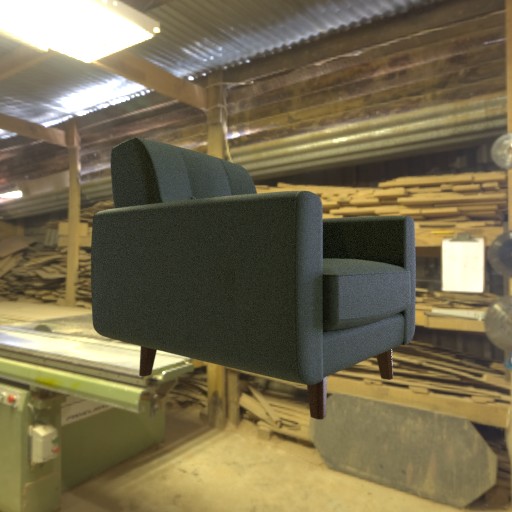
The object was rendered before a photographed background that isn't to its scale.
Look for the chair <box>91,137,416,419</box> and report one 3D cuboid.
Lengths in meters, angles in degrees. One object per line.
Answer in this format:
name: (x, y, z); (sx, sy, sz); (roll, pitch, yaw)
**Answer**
chair: (0.000, 0.000, 1.569); (0.909, 0.841, 0.831); (-1, -1, 37)
